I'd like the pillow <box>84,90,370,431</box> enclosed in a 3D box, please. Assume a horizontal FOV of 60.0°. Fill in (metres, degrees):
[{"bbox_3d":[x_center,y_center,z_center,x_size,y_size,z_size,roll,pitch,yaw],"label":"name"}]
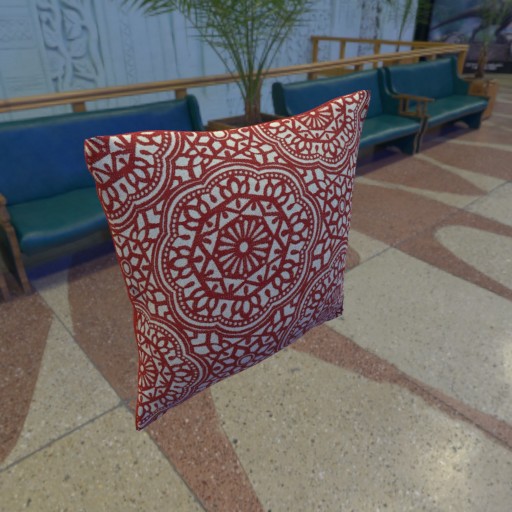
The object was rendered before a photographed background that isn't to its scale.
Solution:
[{"bbox_3d":[0.000,0.000,0.650,0.438,0.419,0.162,-22,36,-33],"label":"pillow"}]
